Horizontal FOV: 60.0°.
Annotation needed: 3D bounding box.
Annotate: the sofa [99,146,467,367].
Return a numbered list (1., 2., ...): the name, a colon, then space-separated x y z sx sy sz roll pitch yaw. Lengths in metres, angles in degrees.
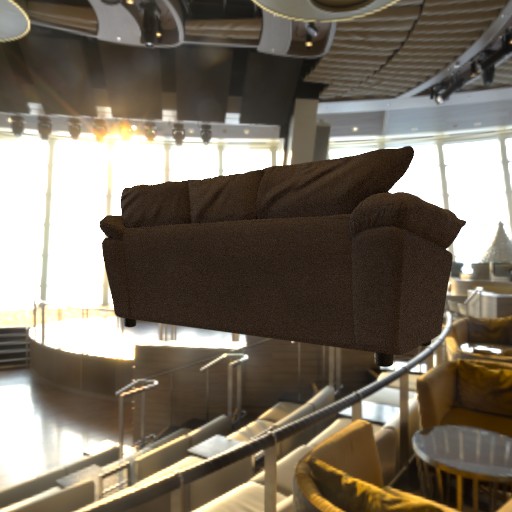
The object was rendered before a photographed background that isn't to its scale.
1. sofa: 0.000 0.000 2.919 2.390 1.043 0.927 0 0 37
